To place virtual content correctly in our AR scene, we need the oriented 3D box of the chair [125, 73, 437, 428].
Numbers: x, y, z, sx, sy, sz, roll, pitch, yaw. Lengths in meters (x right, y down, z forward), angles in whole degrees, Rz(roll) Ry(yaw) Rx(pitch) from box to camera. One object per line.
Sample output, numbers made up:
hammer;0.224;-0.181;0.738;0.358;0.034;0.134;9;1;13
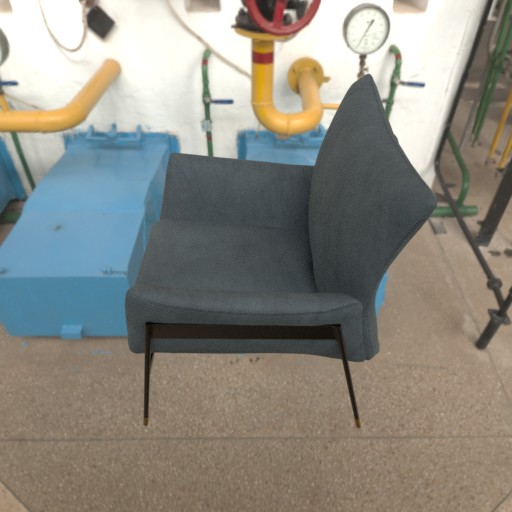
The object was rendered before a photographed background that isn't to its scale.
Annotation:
chair;0.000;0.000;1.338;0.709;0.858;0.678;0;41;0
